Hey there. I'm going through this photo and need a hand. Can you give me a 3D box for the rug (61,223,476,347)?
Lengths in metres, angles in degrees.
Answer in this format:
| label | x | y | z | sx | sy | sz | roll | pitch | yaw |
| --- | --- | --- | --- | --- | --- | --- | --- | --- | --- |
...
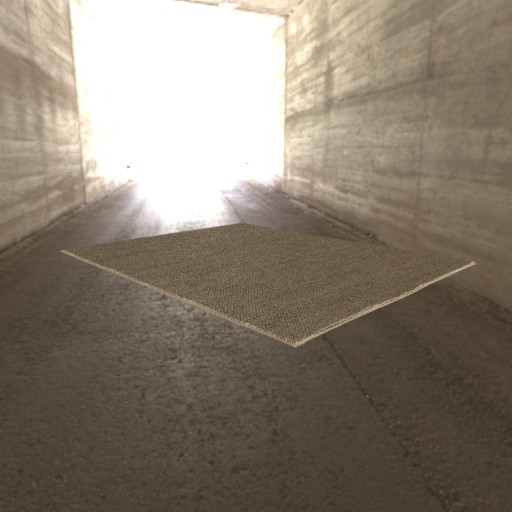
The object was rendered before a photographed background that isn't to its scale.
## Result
| label | x | y | z | sx | sy | sz | roll | pitch | yaw |
| --- | --- | --- | --- | --- | --- | --- | --- | --- | --- |
| rug | 0.000 | 0.000 | 4.123 | 2.429 | 0.030 | 3.052 | -13 | 18 | -43 |
